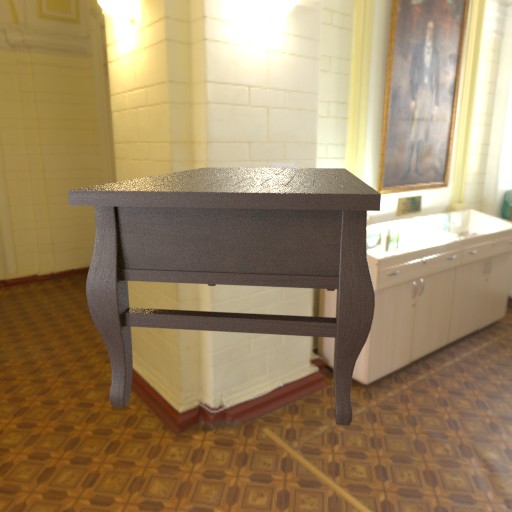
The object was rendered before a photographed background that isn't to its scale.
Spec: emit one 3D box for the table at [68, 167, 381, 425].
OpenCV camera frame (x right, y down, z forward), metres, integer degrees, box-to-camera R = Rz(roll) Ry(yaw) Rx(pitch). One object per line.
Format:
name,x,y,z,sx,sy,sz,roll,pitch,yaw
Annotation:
table,0.000,0.000,1.378,0.600,0.494,1.062,2,14,7
